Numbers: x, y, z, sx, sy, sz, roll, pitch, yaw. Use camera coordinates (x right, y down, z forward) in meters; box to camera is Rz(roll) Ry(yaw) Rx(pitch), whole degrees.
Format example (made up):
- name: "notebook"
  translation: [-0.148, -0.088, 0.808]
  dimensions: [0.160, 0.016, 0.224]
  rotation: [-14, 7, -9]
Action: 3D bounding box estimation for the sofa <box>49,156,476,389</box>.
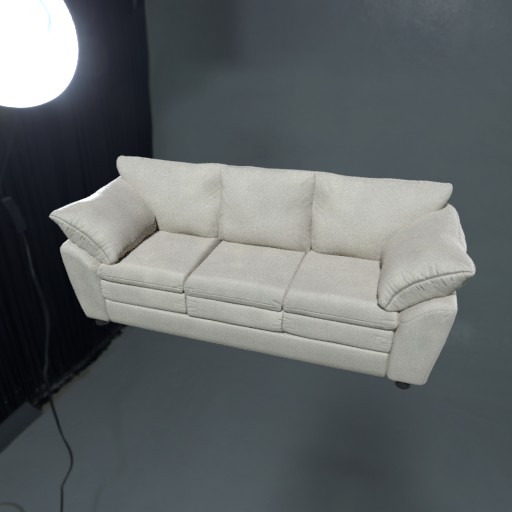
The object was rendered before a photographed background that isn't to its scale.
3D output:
- name: "sofa"
  translation: [0.000, 0.000, 2.758]
  dimensions: [2.334, 0.996, 0.878]
  rotation: [8, 27, 16]
